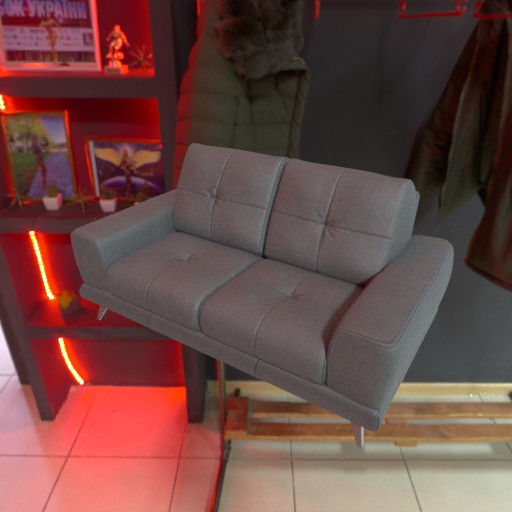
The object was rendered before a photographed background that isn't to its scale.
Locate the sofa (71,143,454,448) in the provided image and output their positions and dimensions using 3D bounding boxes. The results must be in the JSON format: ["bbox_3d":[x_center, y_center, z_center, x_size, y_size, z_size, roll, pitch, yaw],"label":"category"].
[{"bbox_3d":[0.000,0.000,2.342,1.806,0.907,1.018,17,32,29],"label":"sofa"}]
